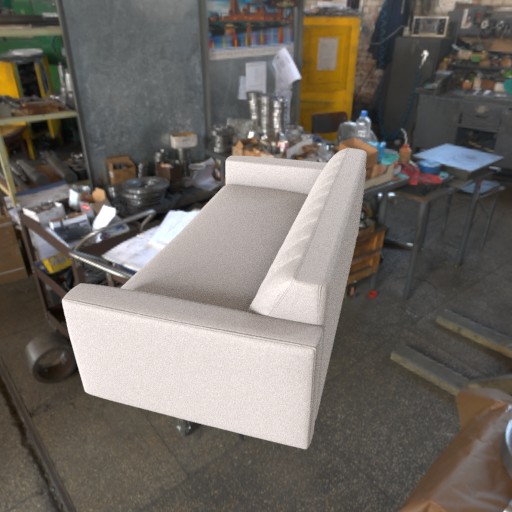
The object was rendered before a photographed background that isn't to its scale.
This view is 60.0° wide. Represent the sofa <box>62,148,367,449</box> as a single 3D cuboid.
[{"bbox_3d":[0.000,0.000,2.383,0.969,0.814,1.895,8,31,15],"label":"sofa"}]
